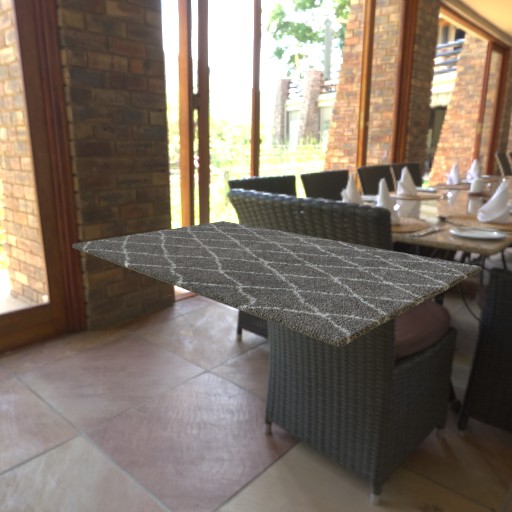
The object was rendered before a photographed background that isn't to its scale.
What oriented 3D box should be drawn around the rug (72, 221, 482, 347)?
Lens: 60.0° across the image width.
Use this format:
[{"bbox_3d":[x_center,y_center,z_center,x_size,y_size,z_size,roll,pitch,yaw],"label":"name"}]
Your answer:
[{"bbox_3d":[0.000,0.000,3.044,1.524,0.030,2.438,-14,19,-43],"label":"rug"}]
